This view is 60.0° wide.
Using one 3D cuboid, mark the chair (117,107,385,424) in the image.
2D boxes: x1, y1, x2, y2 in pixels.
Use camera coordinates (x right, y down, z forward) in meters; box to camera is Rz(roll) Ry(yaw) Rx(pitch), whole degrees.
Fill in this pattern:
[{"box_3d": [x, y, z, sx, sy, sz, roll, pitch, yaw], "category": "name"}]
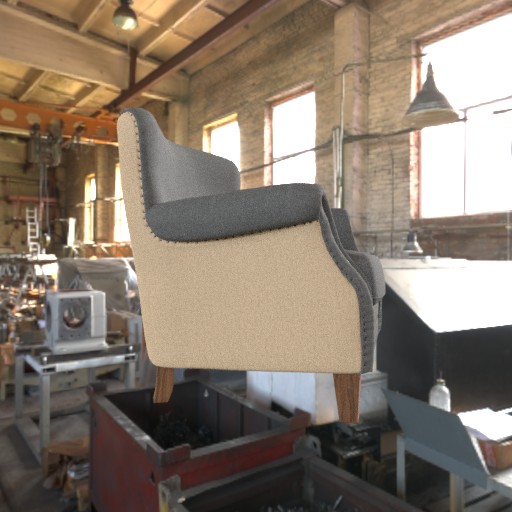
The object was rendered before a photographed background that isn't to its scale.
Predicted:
[{"box_3d": [0.000, 0.000, 1.643, 0.921, 0.936, 0.861, 0, 0, 18], "category": "chair"}]
